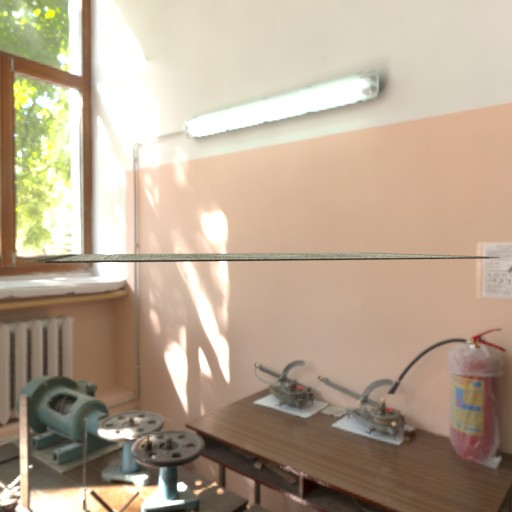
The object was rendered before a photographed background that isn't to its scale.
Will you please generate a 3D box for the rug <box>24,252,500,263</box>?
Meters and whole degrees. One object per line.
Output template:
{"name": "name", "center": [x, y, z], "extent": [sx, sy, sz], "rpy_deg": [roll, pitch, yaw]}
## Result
{"name": "rug", "center": [0.000, 0.000, 4.061], "extent": [3.422, 0.015, 2.143], "rpy_deg": [0, 1, -16]}
